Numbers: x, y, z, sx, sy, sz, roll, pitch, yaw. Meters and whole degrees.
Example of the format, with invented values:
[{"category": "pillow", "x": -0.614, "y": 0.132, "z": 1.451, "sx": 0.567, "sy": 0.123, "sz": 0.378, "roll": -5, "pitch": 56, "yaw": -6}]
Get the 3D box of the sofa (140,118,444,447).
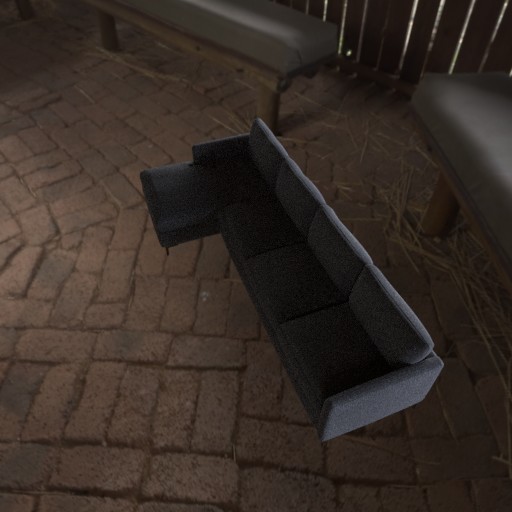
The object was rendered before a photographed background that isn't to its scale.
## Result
[{"category": "sofa", "x": 0.000, "y": 0.000, "z": 3.575, "sx": 1.350, "sy": 0.810, "sz": 2.932, "roll": -16, "pitch": 49, "yaw": -15}]
